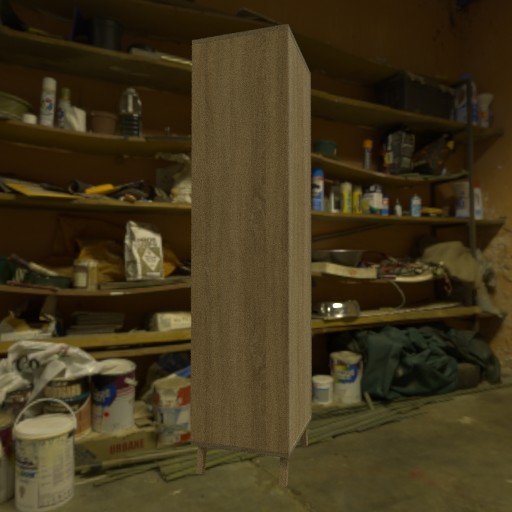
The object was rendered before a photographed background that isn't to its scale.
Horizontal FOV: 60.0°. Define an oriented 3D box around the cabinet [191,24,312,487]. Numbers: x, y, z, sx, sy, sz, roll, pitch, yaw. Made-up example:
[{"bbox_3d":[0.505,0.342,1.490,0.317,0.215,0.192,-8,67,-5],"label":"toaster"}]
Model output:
[{"bbox_3d":[0.000,0.000,2.173,0.450,1.960,0.510,0,-1,18],"label":"cabinet"}]
